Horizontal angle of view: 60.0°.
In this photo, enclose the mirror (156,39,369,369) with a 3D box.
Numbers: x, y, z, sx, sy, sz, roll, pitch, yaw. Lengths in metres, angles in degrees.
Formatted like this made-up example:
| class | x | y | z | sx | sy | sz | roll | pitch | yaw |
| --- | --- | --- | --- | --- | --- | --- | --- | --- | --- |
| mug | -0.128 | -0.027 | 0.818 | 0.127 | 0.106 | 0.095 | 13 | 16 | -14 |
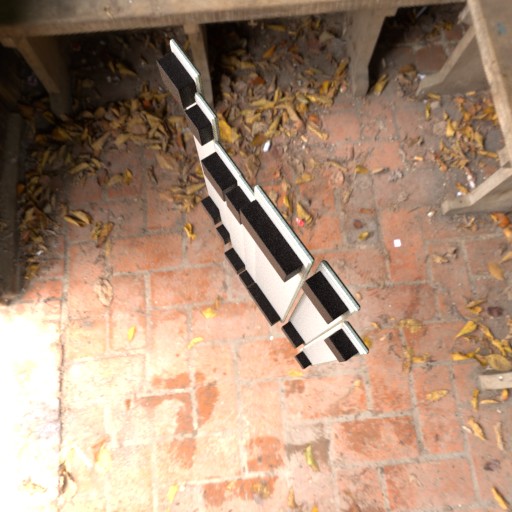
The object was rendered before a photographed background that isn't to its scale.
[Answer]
| class | x | y | z | sx | sy | sz | roll | pitch | yaw |
| --- | --- | --- | --- | --- | --- | --- | --- | --- | --- |
| mirror | 0.000 | 0.000 | 0.785 | 0.058 | 0.611 | 0.445 | -33 | 77 | -9 |
